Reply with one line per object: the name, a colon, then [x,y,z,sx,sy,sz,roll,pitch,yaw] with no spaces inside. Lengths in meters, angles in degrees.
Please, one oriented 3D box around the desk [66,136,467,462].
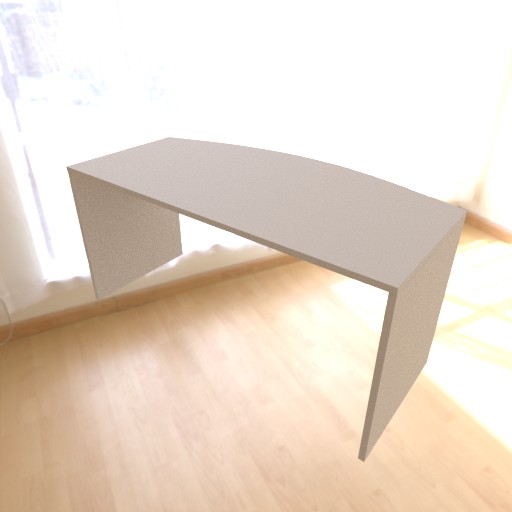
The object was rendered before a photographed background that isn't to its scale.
desk: [0.000,0.000,2.080,1.600,0.750,0.802,22,37,32]
